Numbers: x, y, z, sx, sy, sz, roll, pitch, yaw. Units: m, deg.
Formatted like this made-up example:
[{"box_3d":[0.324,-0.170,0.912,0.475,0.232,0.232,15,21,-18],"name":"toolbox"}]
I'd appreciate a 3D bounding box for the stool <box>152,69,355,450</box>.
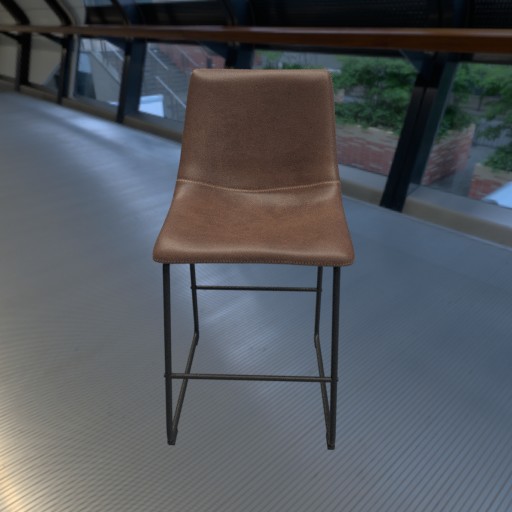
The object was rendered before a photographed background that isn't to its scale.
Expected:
[{"box_3d":[0.000,0.000,1.207,0.460,0.890,0.550,1,29,2],"name":"stool"}]
